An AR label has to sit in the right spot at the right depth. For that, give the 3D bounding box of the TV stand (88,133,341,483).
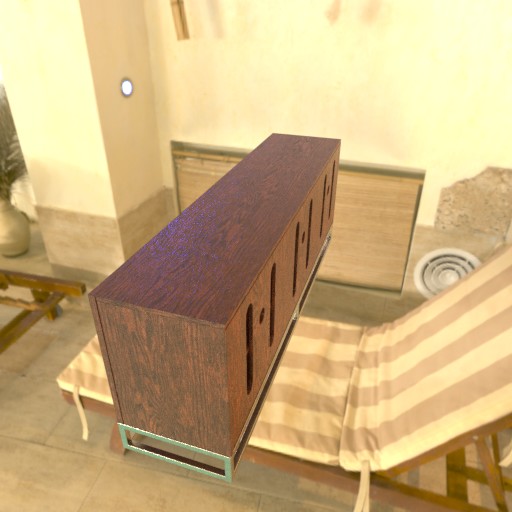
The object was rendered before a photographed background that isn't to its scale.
[{"bbox_3d":[0.000,0.000,1.803,0.382,0.578,1.541,10,32,16],"label":"TV stand"}]
